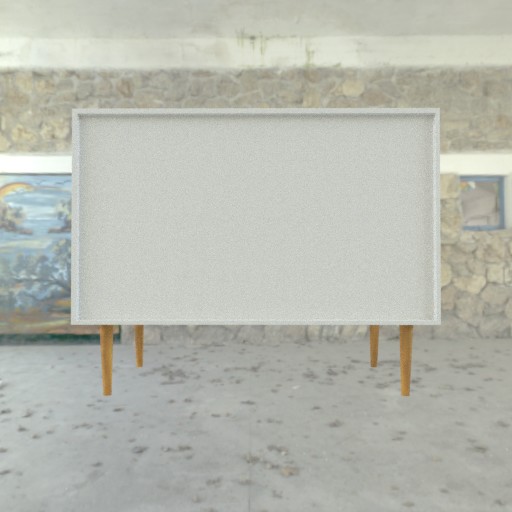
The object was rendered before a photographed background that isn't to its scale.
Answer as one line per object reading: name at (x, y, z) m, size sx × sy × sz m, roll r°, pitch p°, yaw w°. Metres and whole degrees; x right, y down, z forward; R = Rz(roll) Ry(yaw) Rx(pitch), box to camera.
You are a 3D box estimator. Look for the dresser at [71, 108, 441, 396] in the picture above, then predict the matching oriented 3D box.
dresser at (0.000, 0.000, 1.314) m, size 0.905 × 0.721 × 0.457 m, roll 0°, pitch -1°, yaw 0°
